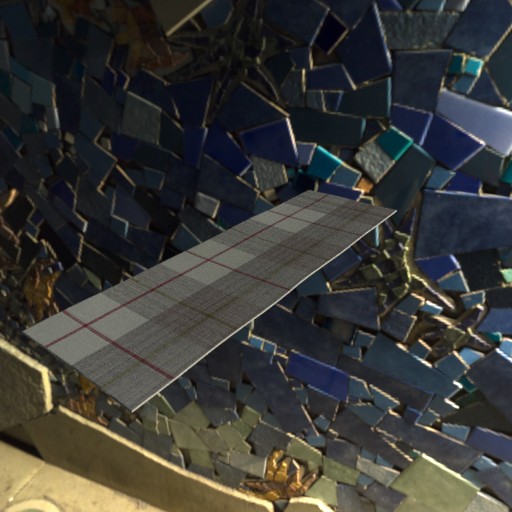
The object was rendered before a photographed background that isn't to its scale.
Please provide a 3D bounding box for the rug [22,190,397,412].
[{"bbox_3d":[0.000,0.000,2.627,0.762,0.013,2.439,19,33,33],"label":"rug"}]
